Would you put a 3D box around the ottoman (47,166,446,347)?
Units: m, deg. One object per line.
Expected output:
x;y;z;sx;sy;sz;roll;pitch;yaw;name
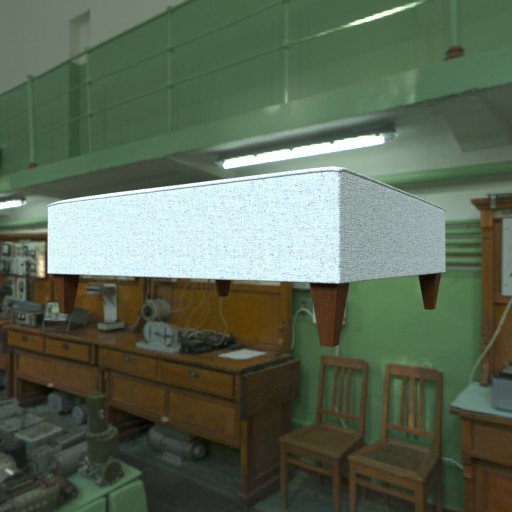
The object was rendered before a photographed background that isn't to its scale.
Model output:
0.000;0.000;1.224;0.835;0.303;0.736;0;-1;35;ottoman
